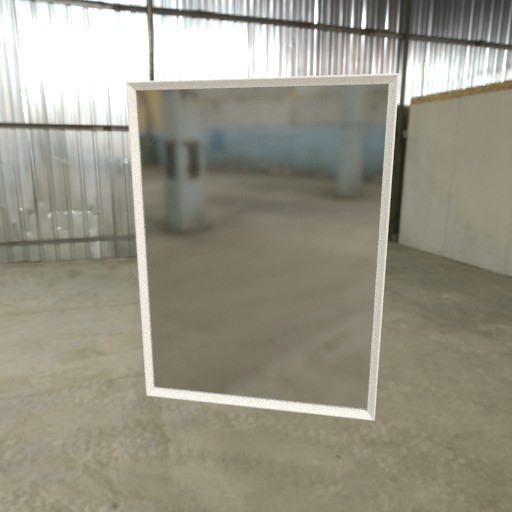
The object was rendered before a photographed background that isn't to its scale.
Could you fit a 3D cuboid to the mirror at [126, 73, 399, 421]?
[{"bbox_3d":[0.000,0.000,1.354,0.762,1.016,0.041,3,14,11],"label":"mirror"}]
